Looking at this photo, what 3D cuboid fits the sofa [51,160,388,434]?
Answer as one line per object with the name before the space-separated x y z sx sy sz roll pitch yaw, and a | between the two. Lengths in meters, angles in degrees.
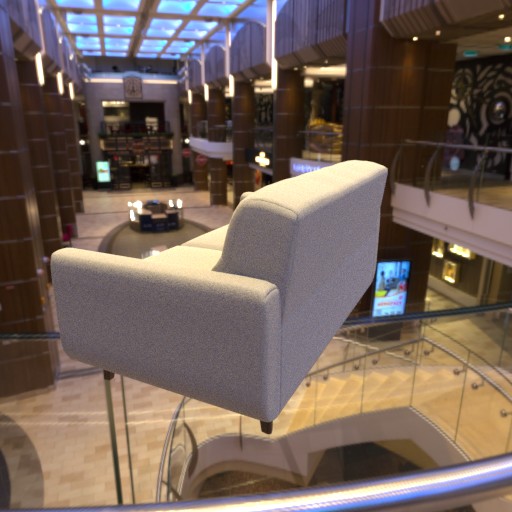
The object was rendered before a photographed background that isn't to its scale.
sofa | 0.000 0.000 2.235 0.980 0.892 1.655 8 19 25
